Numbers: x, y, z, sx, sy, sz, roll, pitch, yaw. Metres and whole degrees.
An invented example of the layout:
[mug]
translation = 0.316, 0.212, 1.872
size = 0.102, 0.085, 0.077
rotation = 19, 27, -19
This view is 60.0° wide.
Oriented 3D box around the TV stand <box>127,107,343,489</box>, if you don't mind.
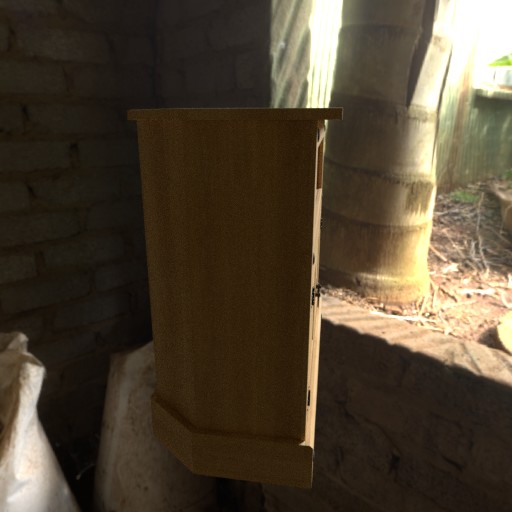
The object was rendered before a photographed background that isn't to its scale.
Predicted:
[TV stand]
translation = 0.000, 0.000, 1.267
size = 0.425, 0.781, 0.851
rotation = 3, 17, 9
